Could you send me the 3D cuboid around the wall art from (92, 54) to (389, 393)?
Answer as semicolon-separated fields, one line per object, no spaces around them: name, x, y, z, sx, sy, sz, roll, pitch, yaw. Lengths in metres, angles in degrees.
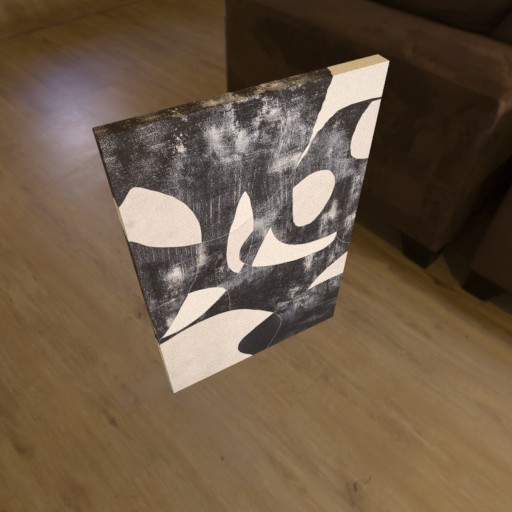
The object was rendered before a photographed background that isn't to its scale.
wall art;0.000;0.000;1.168;0.610;0.915;0.041;-22;51;-19
